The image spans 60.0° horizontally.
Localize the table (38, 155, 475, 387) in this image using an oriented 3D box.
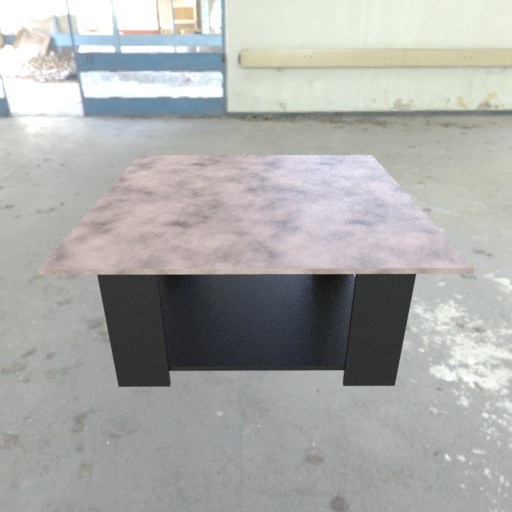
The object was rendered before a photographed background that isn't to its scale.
[{"bbox_3d":[0.000,0.000,1.046,0.670,0.305,0.670,0,27,0],"label":"table"}]
